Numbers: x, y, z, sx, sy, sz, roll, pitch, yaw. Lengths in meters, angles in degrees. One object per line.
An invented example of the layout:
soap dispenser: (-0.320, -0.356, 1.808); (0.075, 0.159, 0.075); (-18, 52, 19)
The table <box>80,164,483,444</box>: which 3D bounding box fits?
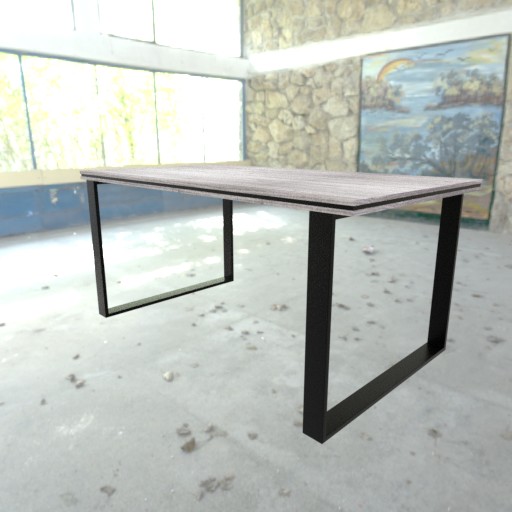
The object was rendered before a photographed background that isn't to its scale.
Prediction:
table: (0.000, 0.000, 2.031); (0.881, 0.736, 1.579); (-14, 20, -43)
